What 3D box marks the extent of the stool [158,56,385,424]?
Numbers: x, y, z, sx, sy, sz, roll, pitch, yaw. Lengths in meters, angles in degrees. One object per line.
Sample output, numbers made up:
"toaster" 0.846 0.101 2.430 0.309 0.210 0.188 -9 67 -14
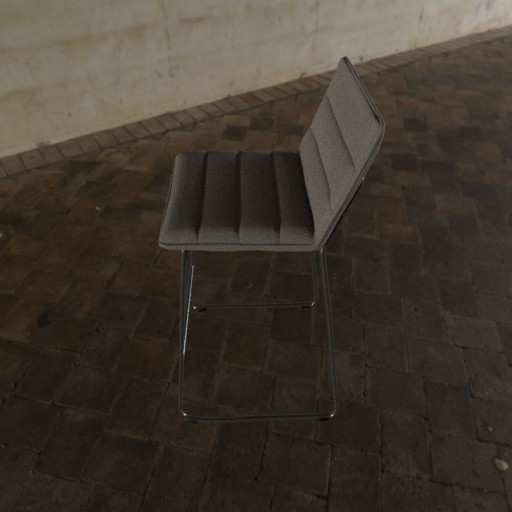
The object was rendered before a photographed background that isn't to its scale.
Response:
"stool" 0.000 0.000 1.240 0.490 0.960 0.490 -1 42 -1
